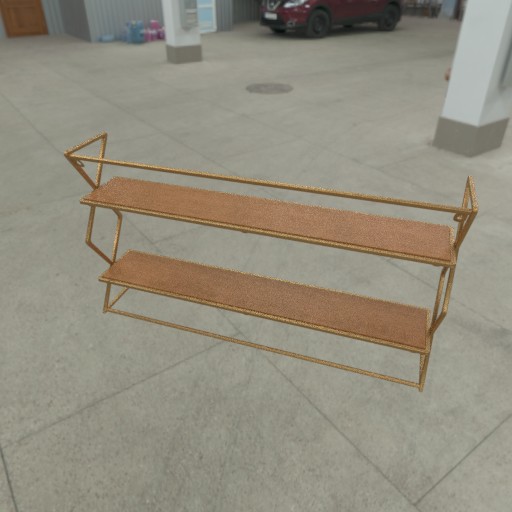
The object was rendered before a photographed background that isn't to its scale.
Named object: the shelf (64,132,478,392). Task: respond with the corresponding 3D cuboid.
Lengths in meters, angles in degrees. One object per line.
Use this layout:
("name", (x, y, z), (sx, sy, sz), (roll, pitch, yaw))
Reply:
("shelf", (0.000, 0.000, 1.019), (0.822, 0.450, 0.150), (11, 35, 16))
